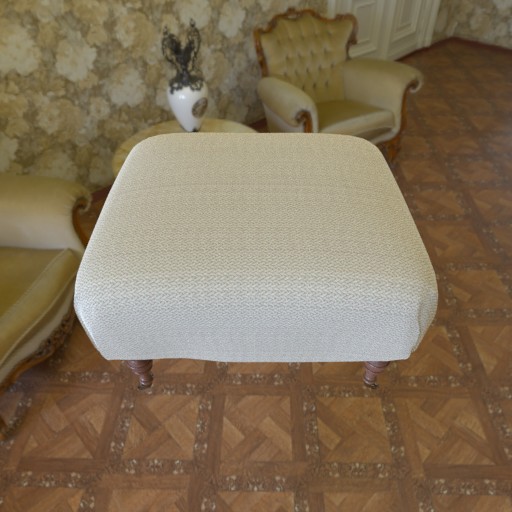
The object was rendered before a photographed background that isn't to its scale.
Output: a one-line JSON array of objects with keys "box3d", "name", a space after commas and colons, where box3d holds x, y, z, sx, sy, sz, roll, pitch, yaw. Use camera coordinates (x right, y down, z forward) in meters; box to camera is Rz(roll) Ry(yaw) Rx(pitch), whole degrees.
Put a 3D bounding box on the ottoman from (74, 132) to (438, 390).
[{"box3d": [0.000, 0.000, 1.083, 0.684, 0.447, 0.622, 0, 41, 0], "name": "ottoman"}]
